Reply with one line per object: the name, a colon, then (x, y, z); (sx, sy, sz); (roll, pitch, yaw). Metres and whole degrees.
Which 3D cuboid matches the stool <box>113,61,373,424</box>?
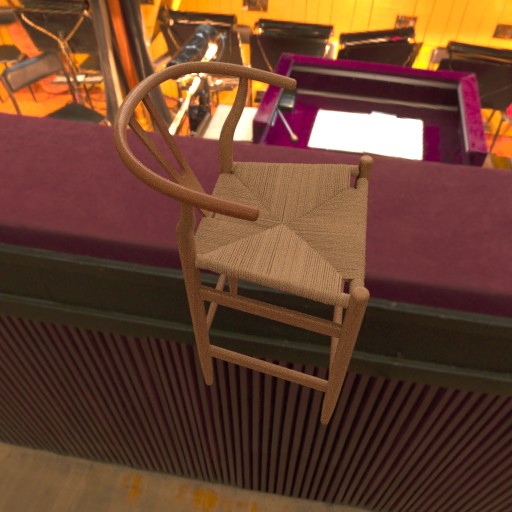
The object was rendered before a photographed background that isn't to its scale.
stool: (0.000, 0.000, 1.260); (0.575, 0.923, 0.536); (8, 48, 8)
